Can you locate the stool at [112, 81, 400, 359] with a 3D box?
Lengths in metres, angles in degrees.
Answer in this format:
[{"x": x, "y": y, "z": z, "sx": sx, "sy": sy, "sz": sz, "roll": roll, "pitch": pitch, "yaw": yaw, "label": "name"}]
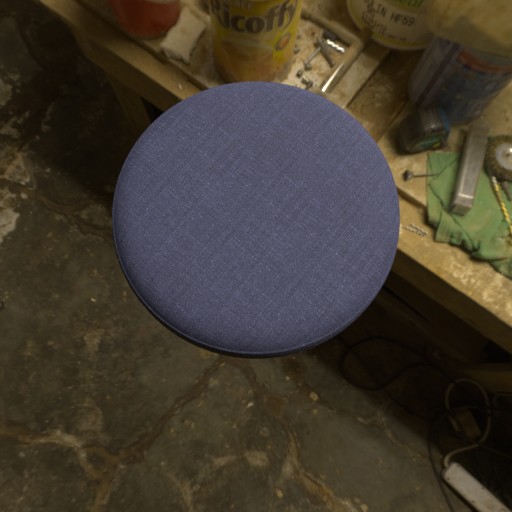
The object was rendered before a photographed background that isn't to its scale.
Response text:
[{"x": 0.000, "y": 0.000, "z": 0.936, "sx": 0.449, "sy": 0.655, "sz": 0.449, "roll": 0, "pitch": 76, "yaw": 0, "label": "stool"}]
